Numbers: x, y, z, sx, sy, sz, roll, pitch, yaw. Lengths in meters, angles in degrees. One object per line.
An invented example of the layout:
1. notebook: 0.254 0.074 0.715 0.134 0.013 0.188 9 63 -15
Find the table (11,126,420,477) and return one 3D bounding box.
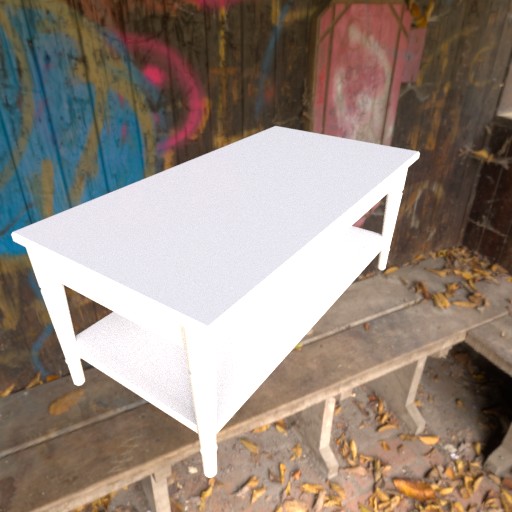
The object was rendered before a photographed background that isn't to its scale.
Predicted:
1. table: 0.000 0.000 1.320 0.559 0.457 1.067 20 36 29
